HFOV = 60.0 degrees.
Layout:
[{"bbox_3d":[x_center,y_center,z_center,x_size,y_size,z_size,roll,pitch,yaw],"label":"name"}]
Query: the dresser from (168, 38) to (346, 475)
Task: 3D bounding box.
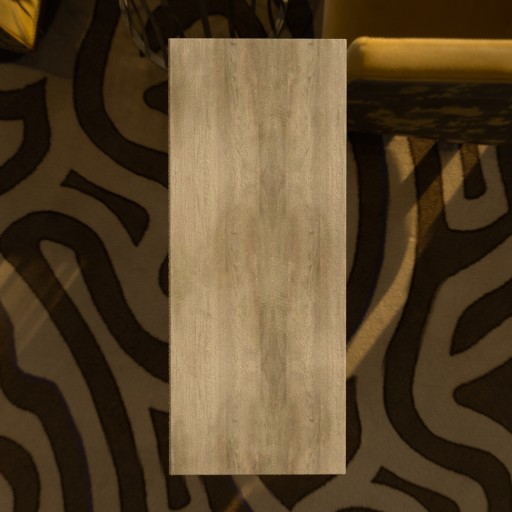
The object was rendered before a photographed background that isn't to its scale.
[{"bbox_3d":[0.000,0.000,1.417,0.404,0.816,0.994,0,91,0],"label":"dresser"}]
